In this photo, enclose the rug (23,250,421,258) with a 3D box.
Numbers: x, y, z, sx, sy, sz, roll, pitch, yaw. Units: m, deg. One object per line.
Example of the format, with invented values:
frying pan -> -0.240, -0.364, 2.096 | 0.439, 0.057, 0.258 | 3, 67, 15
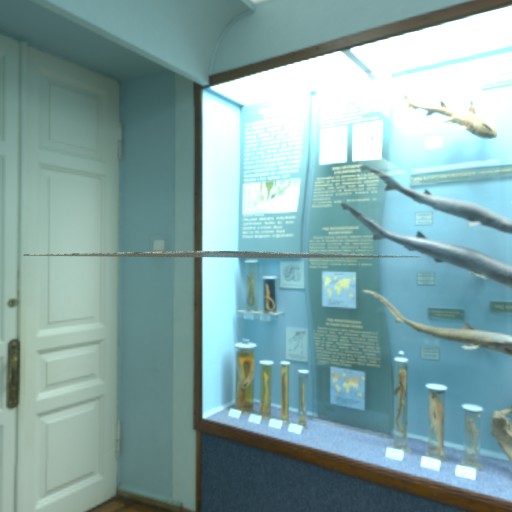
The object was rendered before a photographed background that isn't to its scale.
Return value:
rug -> 0.000, 0.000, 2.072 | 1.035, 0.006, 1.652 | 0, -1, 36
